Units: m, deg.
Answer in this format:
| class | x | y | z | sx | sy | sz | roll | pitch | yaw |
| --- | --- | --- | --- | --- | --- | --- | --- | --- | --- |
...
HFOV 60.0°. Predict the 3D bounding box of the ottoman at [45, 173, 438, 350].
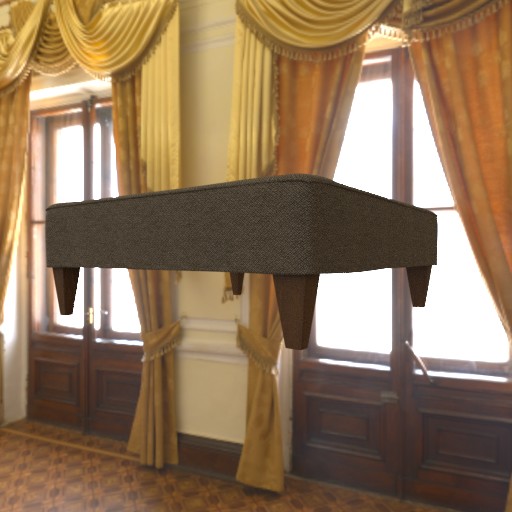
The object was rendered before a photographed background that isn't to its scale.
| class | x | y | z | sx | sy | sz | roll | pitch | yaw |
| --- | --- | --- | --- | --- | --- | --- | --- | --- | --- |
| ottoman | 0.000 | 0.000 | 1.517 | 0.970 | 0.378 | 0.981 | 0 | 0 | 36 |
